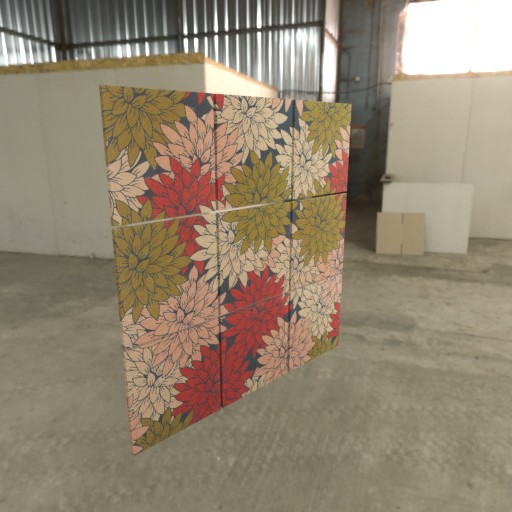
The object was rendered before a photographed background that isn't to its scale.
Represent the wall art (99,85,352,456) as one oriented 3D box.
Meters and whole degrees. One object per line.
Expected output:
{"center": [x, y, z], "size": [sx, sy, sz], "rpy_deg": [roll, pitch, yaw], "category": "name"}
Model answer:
{"center": [0.000, 0.000, 1.348], "size": [0.904, 0.913, 0.013], "rpy_deg": [-15, 21, -42], "category": "wall art"}
